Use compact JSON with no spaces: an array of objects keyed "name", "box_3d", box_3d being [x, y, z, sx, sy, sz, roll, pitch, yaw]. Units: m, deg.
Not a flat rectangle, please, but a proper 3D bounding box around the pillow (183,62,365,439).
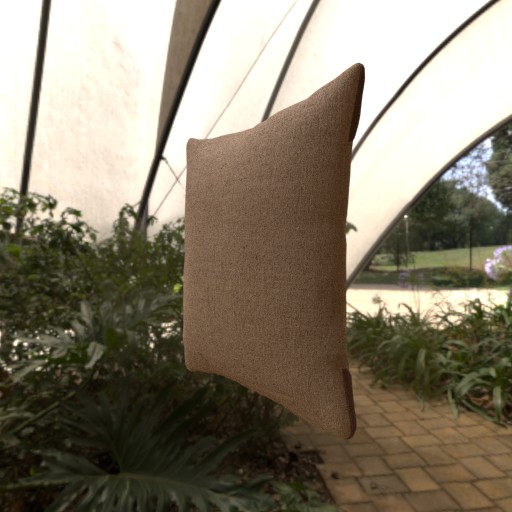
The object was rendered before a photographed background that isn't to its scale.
[{"name":"pillow","box_3d":[0.000,0.000,0.687,0.147,0.448,0.437,0,0,-36]}]
